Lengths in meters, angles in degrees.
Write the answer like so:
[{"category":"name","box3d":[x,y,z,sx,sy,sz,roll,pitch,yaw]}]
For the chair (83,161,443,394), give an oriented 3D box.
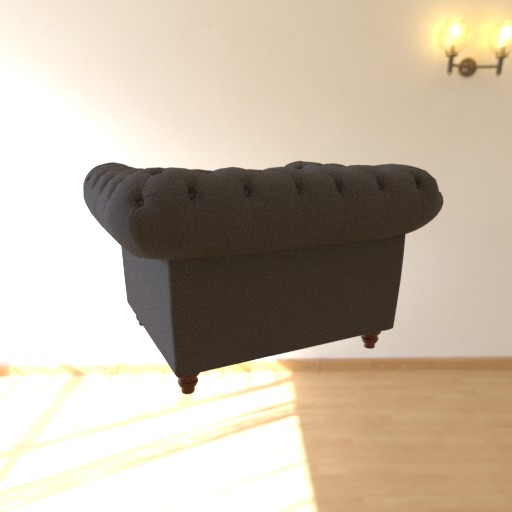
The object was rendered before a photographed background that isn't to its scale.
[{"category":"chair","box3d":[0.000,0.000,1.875,1.270,0.770,0.976,-7,15,-26]}]
